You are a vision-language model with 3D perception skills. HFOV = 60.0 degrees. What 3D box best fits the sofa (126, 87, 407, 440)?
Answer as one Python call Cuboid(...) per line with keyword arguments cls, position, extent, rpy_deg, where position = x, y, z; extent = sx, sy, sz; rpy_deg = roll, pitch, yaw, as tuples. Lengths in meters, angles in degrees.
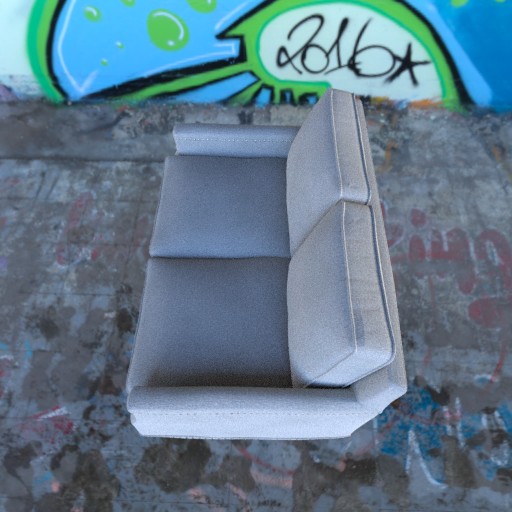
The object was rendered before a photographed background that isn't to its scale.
Cuboid(cls="sofa", position=(0.000, 0.000, 2.198), extent=(1.084, 1.003, 1.597), rpy_deg=(1, 58, 1))
